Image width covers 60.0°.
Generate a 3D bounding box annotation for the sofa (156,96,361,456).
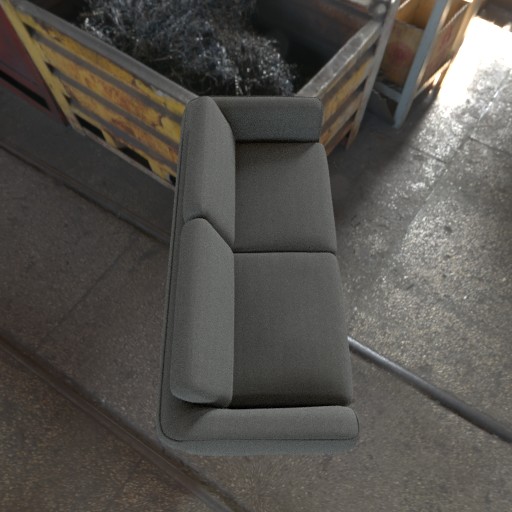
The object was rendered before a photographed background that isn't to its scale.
[{"bbox_3d":[0.000,0.000,2.437,0.920,0.850,2.000,-1,62,0],"label":"sofa"}]
